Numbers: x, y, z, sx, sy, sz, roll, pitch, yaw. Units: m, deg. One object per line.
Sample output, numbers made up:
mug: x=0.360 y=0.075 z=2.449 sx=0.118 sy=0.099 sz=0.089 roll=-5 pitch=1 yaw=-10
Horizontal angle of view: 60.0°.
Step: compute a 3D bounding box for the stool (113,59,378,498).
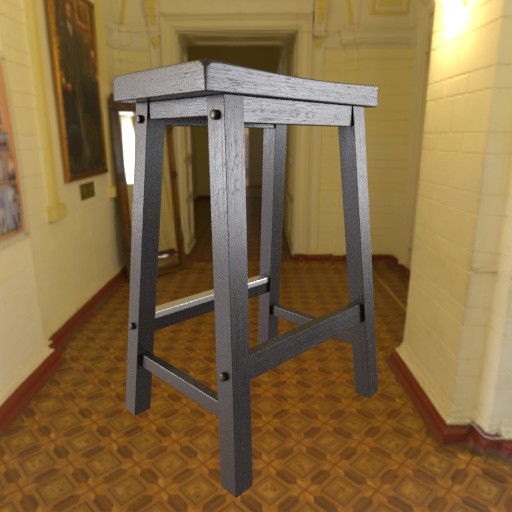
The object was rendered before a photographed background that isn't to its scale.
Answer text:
stool: x=0.000 y=0.000 z=0.826 sx=0.322 sy=0.610 sz=0.406 roll=14 pitch=20 yaw=43
